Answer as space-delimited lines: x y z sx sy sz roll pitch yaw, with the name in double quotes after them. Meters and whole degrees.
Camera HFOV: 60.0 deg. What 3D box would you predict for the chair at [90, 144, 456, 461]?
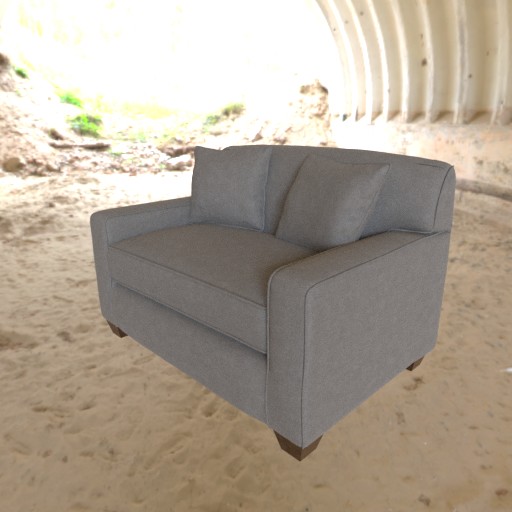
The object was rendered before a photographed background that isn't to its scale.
0.000 0.000 2.045 0.992 0.953 1.395 -17 24 -42 "chair"
